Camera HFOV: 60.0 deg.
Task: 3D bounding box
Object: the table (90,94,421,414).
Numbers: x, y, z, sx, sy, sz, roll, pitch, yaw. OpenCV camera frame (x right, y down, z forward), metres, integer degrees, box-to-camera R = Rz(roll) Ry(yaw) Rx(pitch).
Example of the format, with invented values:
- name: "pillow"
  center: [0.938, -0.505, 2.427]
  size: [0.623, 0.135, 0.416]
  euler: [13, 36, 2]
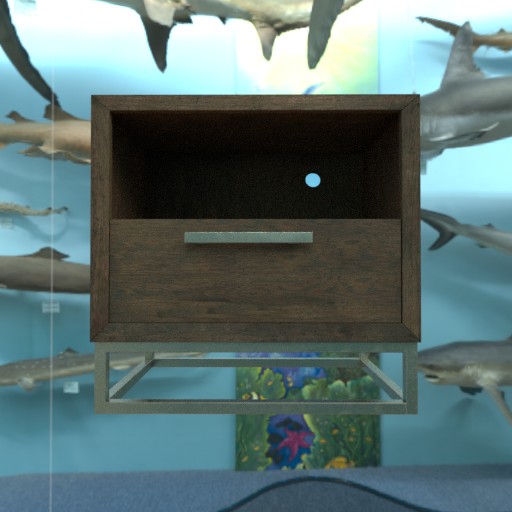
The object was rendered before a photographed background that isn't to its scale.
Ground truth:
- name: "table"
  center: [0.000, 0.000, 1.267]
  size: [0.767, 0.746, 0.542]
  euler: [0, -1, 0]
